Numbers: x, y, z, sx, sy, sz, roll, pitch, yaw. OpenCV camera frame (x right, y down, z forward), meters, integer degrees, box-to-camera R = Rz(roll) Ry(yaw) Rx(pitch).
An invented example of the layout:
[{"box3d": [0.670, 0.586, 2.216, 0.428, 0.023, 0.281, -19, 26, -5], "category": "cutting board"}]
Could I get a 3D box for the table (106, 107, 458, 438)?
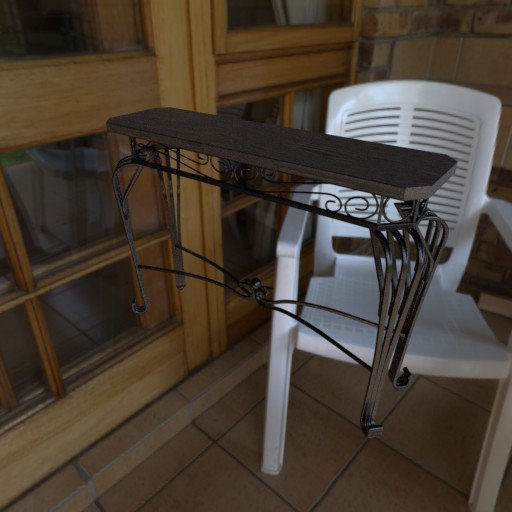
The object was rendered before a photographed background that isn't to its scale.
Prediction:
[{"box3d": [0.000, 0.000, 1.486, 1.112, 0.800, 0.329, 20, 35, 31], "category": "table"}]
